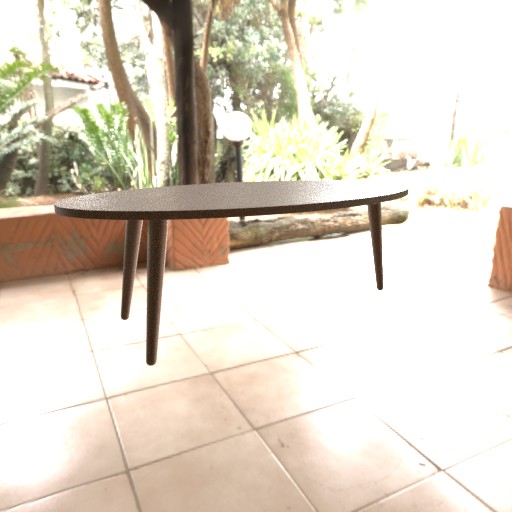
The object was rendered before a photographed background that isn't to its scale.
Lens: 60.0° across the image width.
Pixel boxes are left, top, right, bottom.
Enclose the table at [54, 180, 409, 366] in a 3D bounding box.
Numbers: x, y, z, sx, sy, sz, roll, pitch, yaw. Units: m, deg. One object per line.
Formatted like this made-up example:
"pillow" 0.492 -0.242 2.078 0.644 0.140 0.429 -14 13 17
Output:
"table" 0.000 0.000 1.346 1.083 0.390 0.542 -8 17 -26
